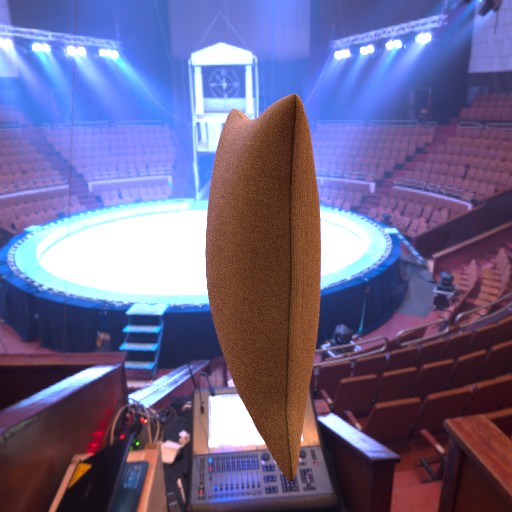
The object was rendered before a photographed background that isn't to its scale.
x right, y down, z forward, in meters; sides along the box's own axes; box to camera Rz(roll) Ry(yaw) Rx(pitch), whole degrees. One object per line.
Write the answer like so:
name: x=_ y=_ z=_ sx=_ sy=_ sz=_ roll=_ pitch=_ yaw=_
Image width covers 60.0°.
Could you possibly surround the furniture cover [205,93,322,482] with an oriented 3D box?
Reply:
furniture cover: x=0.000 y=0.000 z=0.777 sx=0.178 sy=0.506 sz=0.512 roll=-3 pitch=17 yaw=-10
